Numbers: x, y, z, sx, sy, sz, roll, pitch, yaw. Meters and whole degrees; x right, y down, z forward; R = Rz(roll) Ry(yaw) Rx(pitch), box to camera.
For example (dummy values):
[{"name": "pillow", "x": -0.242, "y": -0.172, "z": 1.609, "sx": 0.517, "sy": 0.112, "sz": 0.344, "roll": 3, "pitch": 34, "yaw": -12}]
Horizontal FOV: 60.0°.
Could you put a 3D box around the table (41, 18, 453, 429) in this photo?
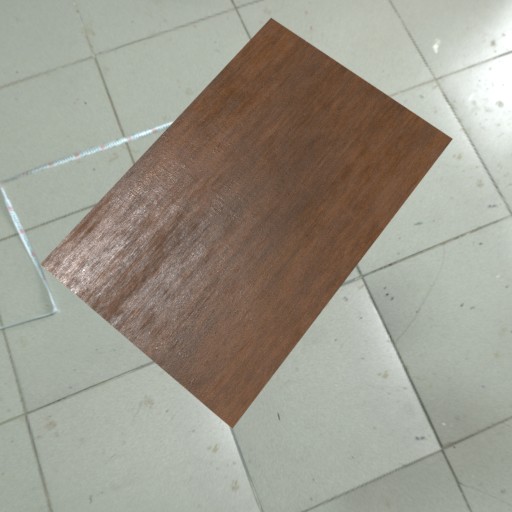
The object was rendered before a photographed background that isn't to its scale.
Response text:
[{"name": "table", "x": 0.000, "y": 0.000, "z": 0.838, "sx": 0.307, "sy": 0.580, "sz": 0.454, "roll": 38, "pitch": 79, "yaw": 9}]
